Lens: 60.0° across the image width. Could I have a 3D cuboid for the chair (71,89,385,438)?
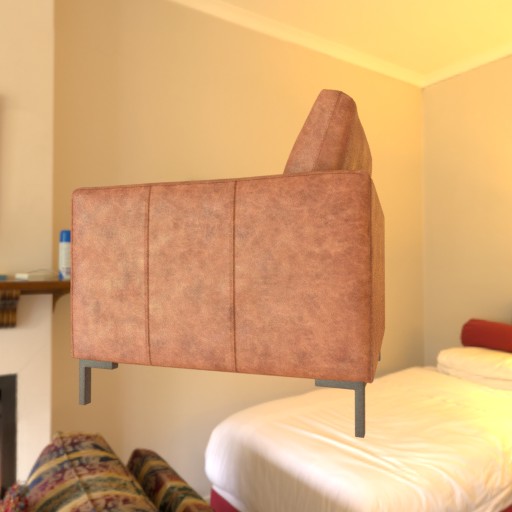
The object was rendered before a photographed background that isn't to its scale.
[{"bbox_3d":[0.000,0.000,1.592,0.862,0.869,0.967,0,-1,18],"label":"chair"}]
